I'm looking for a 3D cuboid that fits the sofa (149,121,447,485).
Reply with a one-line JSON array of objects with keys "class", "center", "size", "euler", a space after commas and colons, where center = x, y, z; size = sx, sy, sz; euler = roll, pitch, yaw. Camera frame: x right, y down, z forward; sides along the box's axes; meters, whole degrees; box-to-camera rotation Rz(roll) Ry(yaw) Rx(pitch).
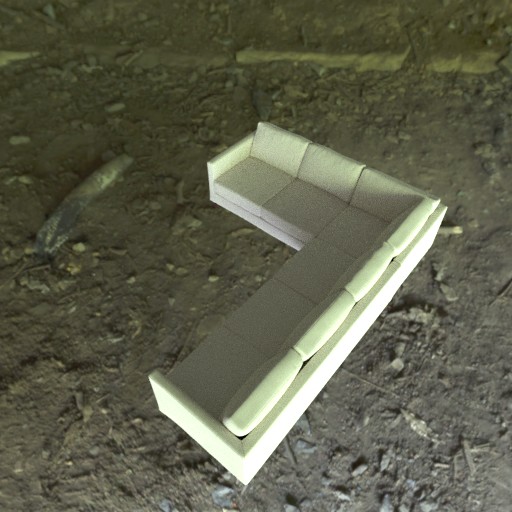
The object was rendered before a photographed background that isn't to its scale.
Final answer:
[{"class": "sofa", "center": [0.000, 0.000, 4.332], "size": [2.432, 0.863, 3.182], "euler": [31, 54, 26]}]
